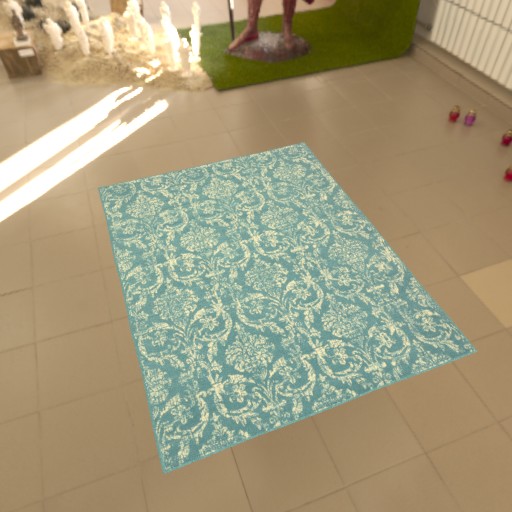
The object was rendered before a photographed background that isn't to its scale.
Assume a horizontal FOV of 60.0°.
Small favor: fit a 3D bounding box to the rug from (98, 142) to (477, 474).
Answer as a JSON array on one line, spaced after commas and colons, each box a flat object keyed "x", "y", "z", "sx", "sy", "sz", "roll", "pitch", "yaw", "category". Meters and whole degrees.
[{"x": 0.000, "y": 0.000, "z": 3.937, "sx": 2.363, "sy": 0.012, "sz": 2.980, "roll": -16, "pitch": 49, "yaw": -14, "category": "rug"}]
